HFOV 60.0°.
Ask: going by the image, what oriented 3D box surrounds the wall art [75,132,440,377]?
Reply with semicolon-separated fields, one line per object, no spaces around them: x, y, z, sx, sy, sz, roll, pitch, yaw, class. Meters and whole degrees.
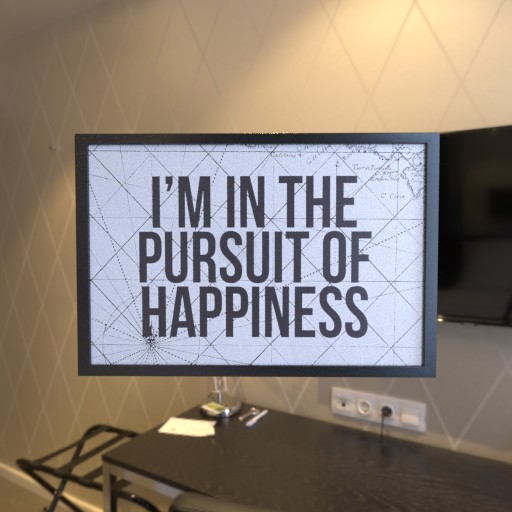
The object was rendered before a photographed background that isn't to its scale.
0.000;0.000;1.010;0.819;0.552;0.015;0;2;1;wall art
